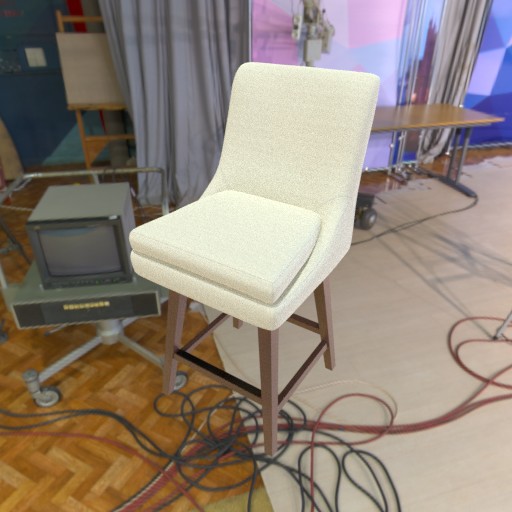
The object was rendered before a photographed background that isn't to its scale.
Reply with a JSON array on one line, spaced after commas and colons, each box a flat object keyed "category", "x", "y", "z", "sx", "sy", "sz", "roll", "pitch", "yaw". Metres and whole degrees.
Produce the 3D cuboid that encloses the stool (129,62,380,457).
[{"category": "stool", "x": 0.000, "y": 0.000, "z": 1.321, "sx": 0.483, "sy": 0.991, "sz": 0.559, "roll": 19, "pitch": 36, "yaw": 28}]
